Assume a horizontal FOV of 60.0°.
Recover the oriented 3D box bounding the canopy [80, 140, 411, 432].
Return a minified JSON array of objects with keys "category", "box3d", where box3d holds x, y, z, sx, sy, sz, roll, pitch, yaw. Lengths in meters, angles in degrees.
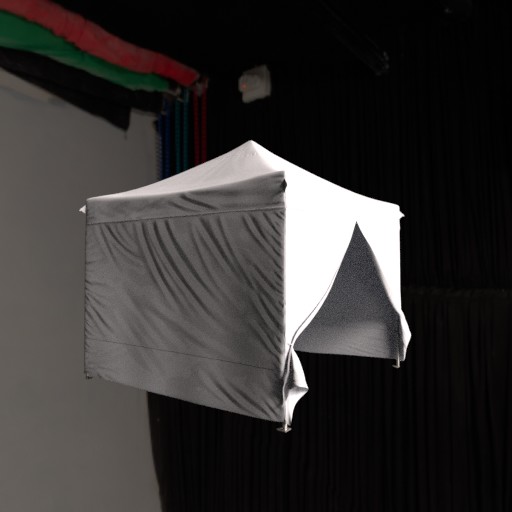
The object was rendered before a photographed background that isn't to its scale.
[{"category":"canopy","box3d":[0.000,0.000,5.714,3.121,2.997,3.043,-1,-1,36]}]
